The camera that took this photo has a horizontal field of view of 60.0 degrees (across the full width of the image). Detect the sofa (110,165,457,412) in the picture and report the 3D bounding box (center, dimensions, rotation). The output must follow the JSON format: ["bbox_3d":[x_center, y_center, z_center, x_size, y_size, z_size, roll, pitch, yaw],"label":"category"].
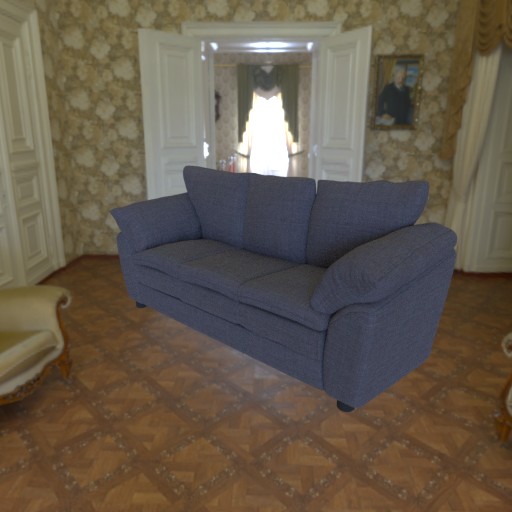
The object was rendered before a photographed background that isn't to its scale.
[{"bbox_3d":[0.000,0.000,2.927,0.883,1.080,2.336,-14,20,-43],"label":"sofa"}]
